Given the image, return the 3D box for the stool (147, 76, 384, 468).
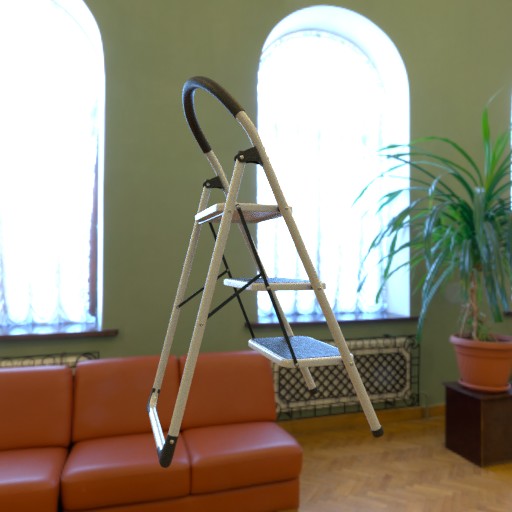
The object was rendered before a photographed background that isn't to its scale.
[{"bbox_3d":[0.000,0.000,1.480,0.676,1.109,0.485,0,-1,-18],"label":"stool"}]
